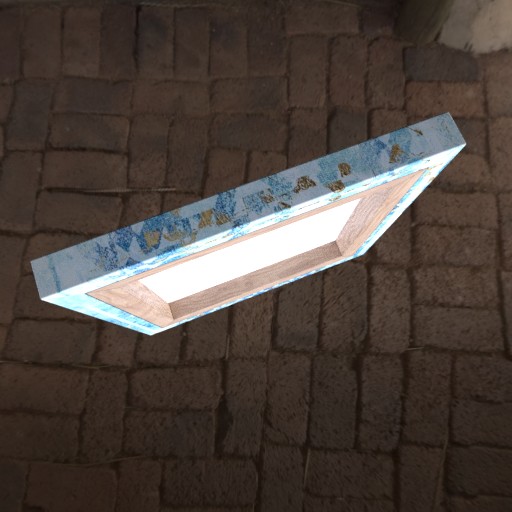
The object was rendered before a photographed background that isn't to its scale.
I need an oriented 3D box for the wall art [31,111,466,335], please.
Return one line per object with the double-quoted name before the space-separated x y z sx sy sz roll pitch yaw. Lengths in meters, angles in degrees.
"wall art" 0.000 0.000 0.594 0.405 0.405 0.037 -20 77 -5
